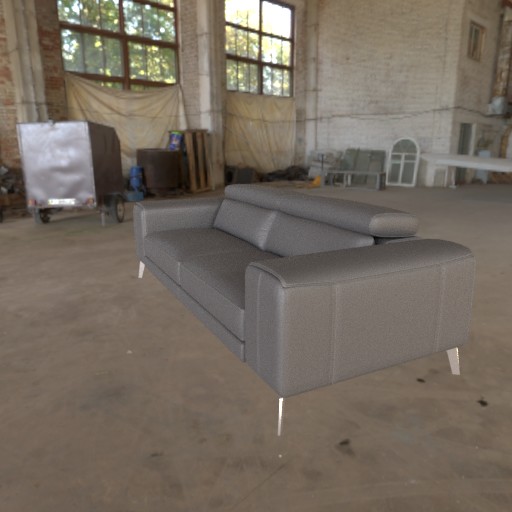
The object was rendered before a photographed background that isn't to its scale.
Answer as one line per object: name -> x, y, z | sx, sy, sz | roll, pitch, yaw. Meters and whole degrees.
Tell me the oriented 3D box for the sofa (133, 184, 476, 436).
sofa -> 0.000, 0.000, 2.749 | 1.023, 0.759, 2.321 | -7, 16, -26
